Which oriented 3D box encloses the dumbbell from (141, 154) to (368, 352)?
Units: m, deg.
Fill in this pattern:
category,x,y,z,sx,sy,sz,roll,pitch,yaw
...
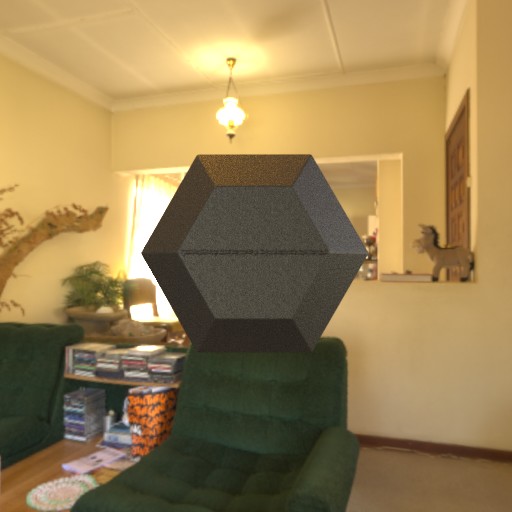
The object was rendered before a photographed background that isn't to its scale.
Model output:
category,x,y,z,sx,sy,sz,roll,pitch,yaw
dumbbell,0.000,0.000,0.354,0.116,0.101,0.297,0,-1,0
